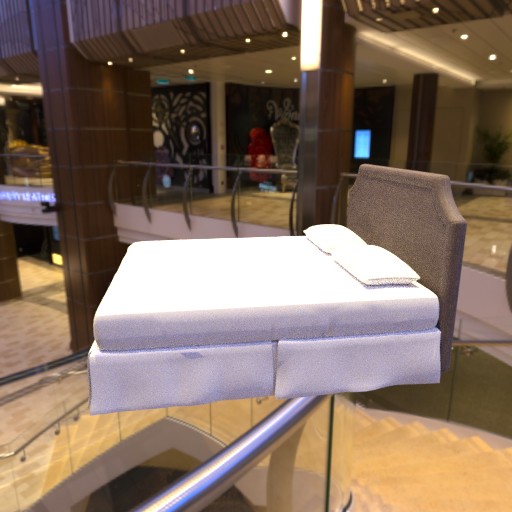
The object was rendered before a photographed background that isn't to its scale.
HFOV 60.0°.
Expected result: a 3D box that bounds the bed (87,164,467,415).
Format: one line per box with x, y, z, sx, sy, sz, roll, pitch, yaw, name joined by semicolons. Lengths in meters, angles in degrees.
0.000;0.000;4.166;2.773;1.590;2.350;-2;15;-8;bed
